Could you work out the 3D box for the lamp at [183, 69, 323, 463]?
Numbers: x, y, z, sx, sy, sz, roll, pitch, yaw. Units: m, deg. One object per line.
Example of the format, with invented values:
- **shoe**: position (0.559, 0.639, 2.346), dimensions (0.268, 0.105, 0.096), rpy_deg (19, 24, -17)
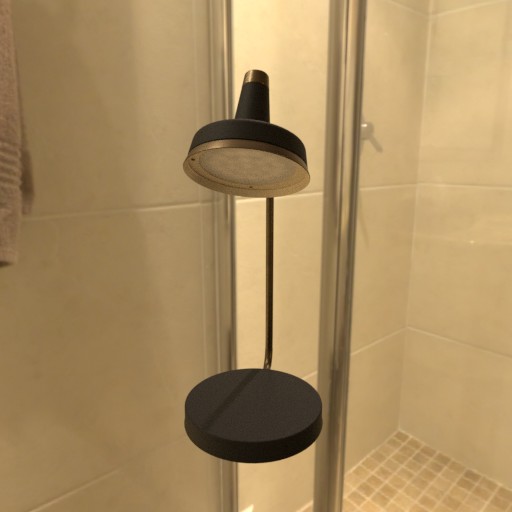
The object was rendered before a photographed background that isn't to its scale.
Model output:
- **lamp**: position (0.000, 0.000, 0.497), dimensions (0.162, 0.385, 0.218), rpy_deg (2, 13, 10)
